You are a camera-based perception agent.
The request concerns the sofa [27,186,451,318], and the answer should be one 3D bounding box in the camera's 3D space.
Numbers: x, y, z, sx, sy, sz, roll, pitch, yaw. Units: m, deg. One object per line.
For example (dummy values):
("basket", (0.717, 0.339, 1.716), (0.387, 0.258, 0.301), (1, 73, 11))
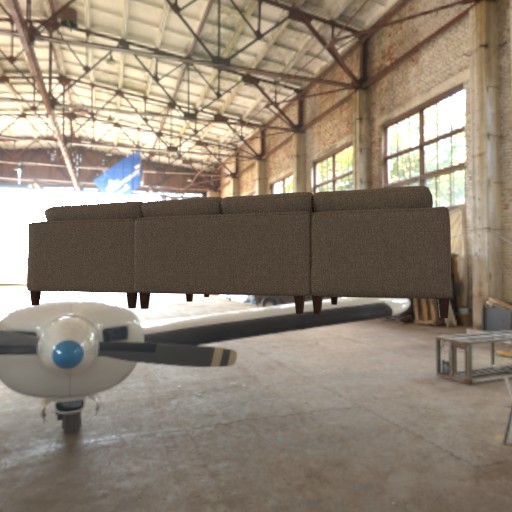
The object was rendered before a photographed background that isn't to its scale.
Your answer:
("sofa", (0.000, 0.000, 4.491), (3.403, 0.889, 2.551), (-1, -2, 18))
